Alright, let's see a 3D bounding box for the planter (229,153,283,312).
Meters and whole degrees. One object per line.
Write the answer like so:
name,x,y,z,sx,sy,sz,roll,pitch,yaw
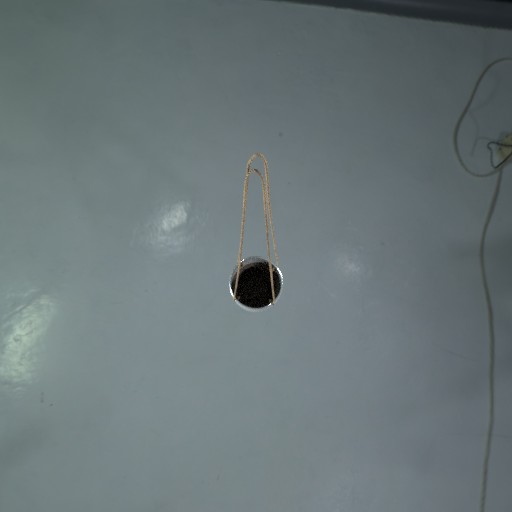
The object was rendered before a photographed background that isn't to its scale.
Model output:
planter,0.000,0.000,1.163,0.187,1.073,0.187,6,76,1
